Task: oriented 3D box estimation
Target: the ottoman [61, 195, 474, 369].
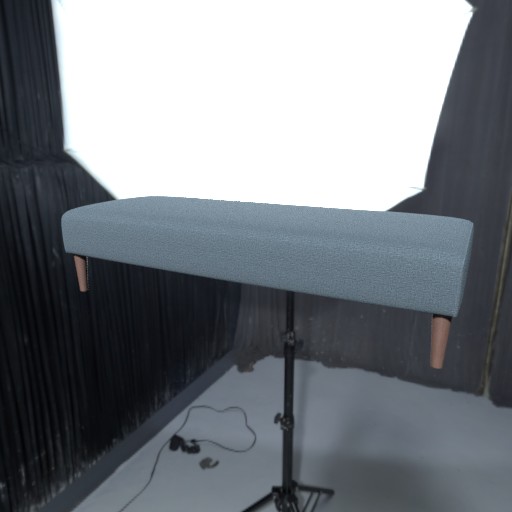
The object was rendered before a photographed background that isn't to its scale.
[{"bbox_3d":[0.000,0.000,1.864,1.609,0.393,0.646,8,17,26],"label":"ottoman"}]
